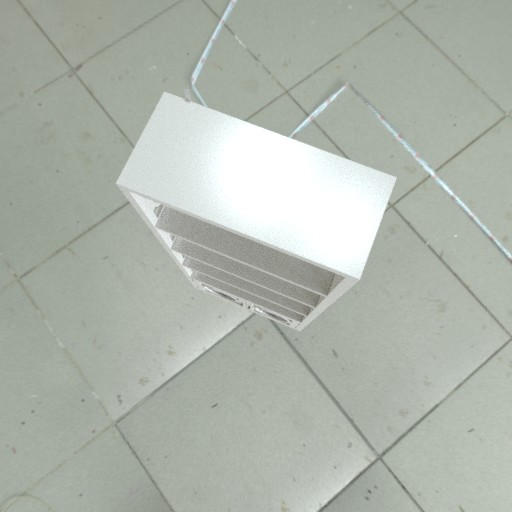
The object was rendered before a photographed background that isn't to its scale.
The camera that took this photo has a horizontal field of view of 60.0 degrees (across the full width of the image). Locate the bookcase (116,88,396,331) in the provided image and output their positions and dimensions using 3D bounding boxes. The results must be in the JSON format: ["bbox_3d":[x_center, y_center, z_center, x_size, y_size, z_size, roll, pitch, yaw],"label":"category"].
[{"bbox_3d":[0.000,0.000,2.170,0.761,1.869,0.361,22,77,5],"label":"bookcase"}]
